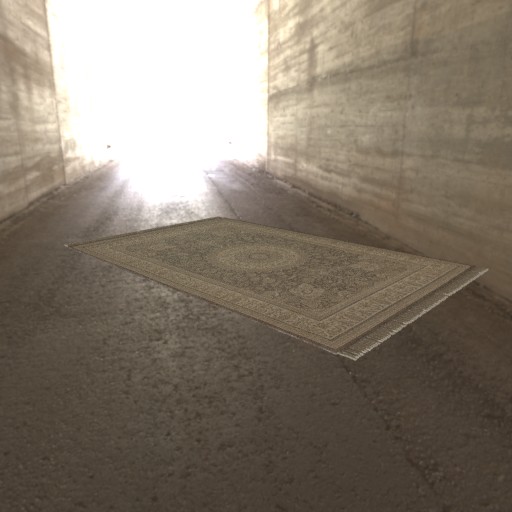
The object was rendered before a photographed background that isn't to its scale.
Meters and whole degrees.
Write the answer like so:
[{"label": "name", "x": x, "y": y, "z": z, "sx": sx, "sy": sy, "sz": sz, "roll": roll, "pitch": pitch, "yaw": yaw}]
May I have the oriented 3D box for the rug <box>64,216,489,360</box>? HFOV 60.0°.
[{"label": "rug", "x": 0.000, "y": 0.000, "z": 2.947, "sx": 2.440, "sy": 0.010, "sz": 1.528, "roll": 15, "pitch": 21, "yaw": 42}]
